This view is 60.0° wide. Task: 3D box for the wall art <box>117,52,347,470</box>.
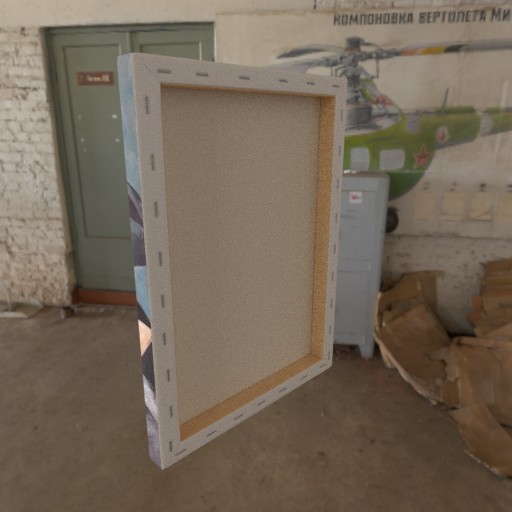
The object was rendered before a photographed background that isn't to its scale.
[{"bbox_3d":[0.000,0.000,0.783,0.455,0.613,0.037,-16,23,-42],"label":"wall art"}]
